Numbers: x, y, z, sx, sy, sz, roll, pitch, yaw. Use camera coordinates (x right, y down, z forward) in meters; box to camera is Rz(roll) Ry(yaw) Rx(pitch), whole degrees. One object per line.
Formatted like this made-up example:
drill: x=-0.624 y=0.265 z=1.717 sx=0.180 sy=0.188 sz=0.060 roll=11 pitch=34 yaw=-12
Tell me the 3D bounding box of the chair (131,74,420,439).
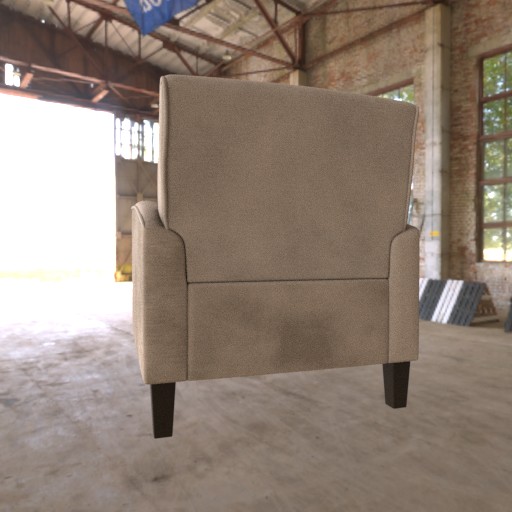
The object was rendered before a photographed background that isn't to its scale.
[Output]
chair: x=0.000 y=0.000 z=1.546 sx=0.820 sy=0.915 sz=0.821 roll=0 pitch=1 yaw=-17
